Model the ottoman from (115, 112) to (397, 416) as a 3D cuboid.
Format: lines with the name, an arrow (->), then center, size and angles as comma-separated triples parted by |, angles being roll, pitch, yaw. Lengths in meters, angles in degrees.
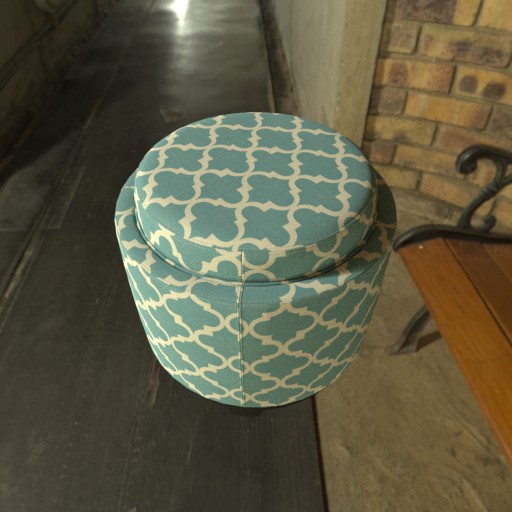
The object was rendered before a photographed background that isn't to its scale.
ottoman -> 0.000, 0.000, 0.858 | 0.480, 0.429, 0.480 | 0, 45, 0
